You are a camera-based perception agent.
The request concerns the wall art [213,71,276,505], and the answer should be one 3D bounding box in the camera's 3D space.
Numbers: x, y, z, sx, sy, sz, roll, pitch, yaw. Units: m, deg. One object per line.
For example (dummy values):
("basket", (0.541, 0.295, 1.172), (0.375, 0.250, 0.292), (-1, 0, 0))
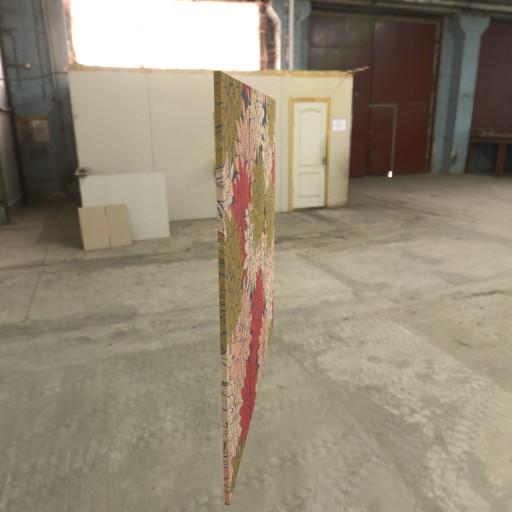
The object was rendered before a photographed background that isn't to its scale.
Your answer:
("wall art", (0.000, 0.000, 1.304), (0.013, 0.913, 0.904), (2, 17, 8))
